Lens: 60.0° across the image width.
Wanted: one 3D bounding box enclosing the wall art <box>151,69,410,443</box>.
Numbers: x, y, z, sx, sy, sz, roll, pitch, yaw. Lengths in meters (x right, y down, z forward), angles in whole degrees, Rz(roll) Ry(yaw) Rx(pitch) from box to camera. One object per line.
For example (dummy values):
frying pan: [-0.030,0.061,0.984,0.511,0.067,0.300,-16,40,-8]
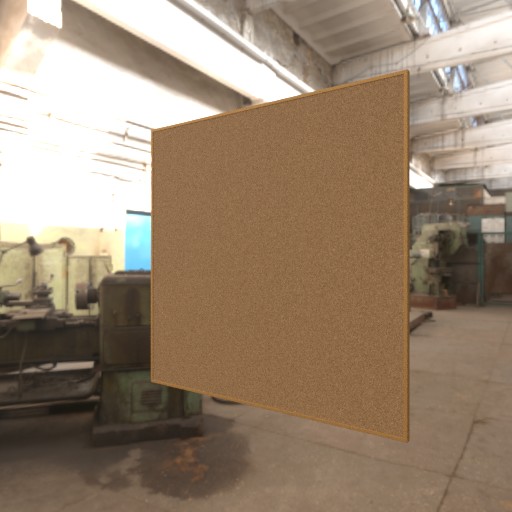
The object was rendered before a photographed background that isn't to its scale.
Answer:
wall art: [0.000,0.000,0.970,0.657,0.655,0.014,0,0,35]
